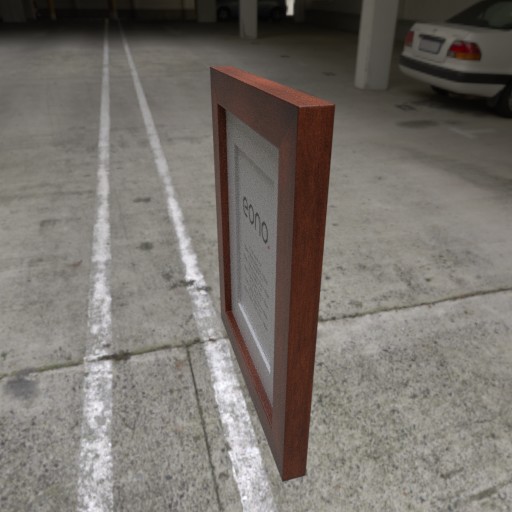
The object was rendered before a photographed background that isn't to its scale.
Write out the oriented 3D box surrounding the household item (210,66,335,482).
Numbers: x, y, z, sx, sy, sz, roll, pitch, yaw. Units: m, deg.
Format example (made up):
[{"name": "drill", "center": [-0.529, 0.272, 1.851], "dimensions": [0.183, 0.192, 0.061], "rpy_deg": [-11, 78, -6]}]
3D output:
[{"name": "household item", "center": [0.000, 0.000, 0.336], "dimensions": [0.020, 0.250, 0.200], "rpy_deg": [-8, 29, -14]}]
